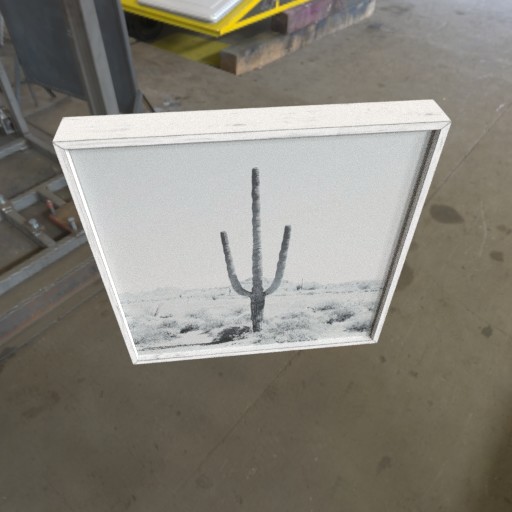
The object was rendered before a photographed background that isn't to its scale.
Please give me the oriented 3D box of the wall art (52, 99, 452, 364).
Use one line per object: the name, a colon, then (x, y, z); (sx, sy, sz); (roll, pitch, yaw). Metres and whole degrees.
wall art: (0.000, 0.000, 0.457); (0.305, 0.305, 0.038); (-4, 45, -4)
